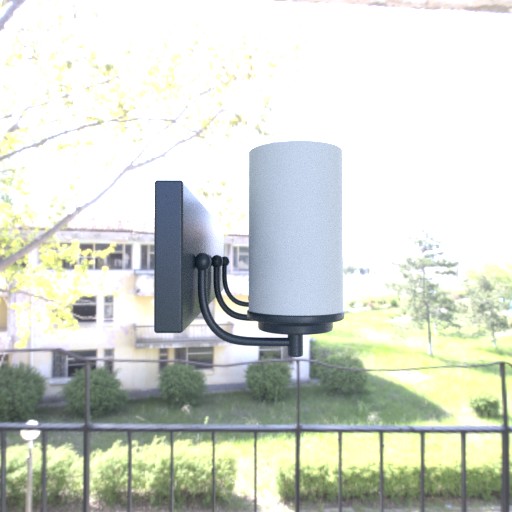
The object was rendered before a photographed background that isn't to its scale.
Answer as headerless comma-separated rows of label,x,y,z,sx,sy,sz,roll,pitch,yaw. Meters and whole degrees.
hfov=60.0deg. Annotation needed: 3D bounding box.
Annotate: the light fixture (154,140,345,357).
light fixture,0.000,0.000,0.529,0.145,0.172,0.451,0,-1,-1
